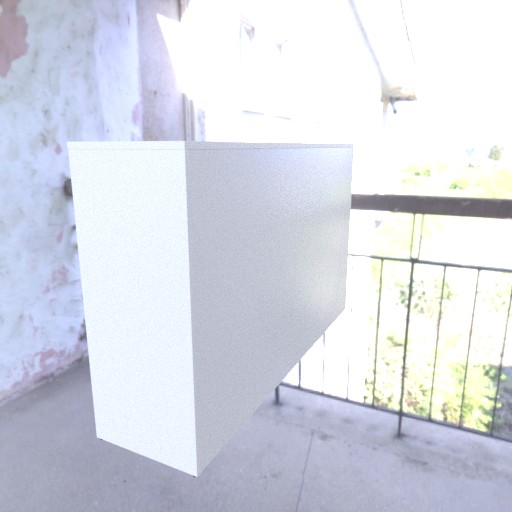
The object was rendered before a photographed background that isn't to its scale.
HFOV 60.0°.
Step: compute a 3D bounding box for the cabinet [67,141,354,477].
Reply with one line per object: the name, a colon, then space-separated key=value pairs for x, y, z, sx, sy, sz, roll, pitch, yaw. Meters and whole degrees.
cabinet: x=0.000 y=0.000 z=1.820 sx=0.380 sy=0.900 sz=1.450 roll=7 pitch=16 yaw=26
